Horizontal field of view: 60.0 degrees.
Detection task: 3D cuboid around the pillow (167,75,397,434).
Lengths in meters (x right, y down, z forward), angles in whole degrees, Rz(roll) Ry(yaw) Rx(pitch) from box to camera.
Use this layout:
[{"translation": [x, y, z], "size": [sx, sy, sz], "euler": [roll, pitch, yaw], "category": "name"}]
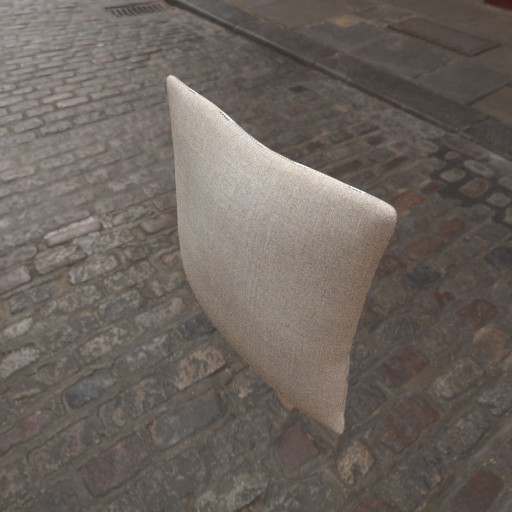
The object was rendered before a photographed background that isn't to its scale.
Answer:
[{"translation": [0.000, 0.000, 0.868], "size": [0.192, 0.558, 0.578], "euler": [-27, 49, -26], "category": "pillow"}]
